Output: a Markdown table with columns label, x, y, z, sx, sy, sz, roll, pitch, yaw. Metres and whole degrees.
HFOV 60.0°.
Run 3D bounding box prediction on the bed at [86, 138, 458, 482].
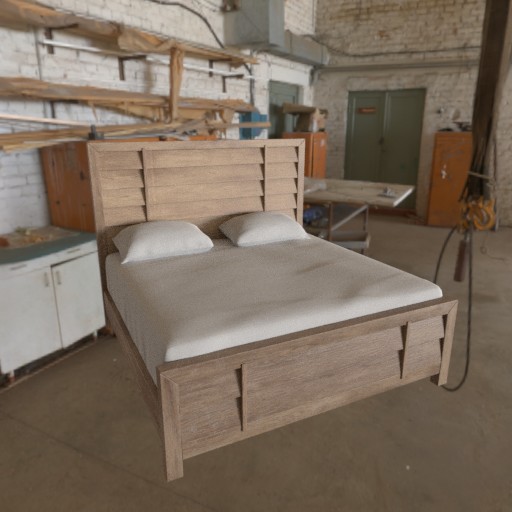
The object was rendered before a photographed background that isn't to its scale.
| label | x | y | z | sx | sy | sz | roll | pitch | yaw |
| --- | --- | --- | --- | --- | --- | --- | --- | --- | --- |
| bed | 0.000 | 0.000 | 3.352 | 2.032 | 1.626 | 2.032 | -8 | 19 | -25 |
